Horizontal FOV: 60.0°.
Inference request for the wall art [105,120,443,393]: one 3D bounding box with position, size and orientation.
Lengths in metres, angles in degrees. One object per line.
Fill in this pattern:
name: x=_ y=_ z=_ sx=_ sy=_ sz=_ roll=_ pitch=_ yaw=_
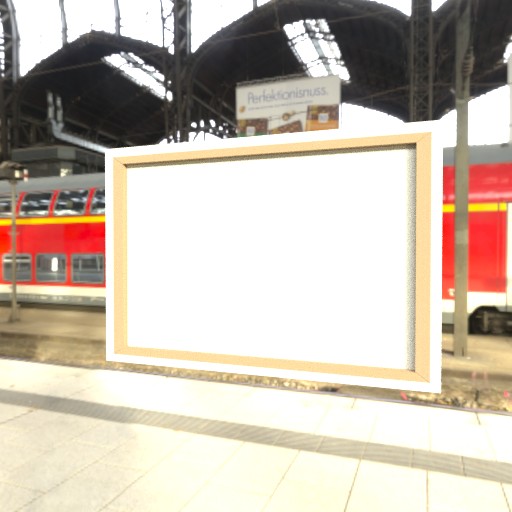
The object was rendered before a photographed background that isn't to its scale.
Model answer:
wall art: x=0.000 y=0.000 z=0.789 sx=0.608 sy=0.414 sz=0.042 roll=0 pitch=1 yaw=19
